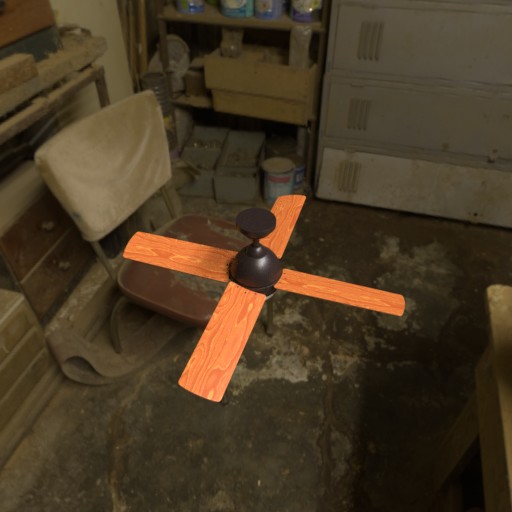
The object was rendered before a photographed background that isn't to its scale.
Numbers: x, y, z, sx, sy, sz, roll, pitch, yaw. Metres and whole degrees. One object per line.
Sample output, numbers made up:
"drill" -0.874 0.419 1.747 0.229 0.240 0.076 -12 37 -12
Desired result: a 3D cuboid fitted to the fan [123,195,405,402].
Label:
"fan" 0.000 0.000 1.977 1.332 0.403 1.332 12 43 14
